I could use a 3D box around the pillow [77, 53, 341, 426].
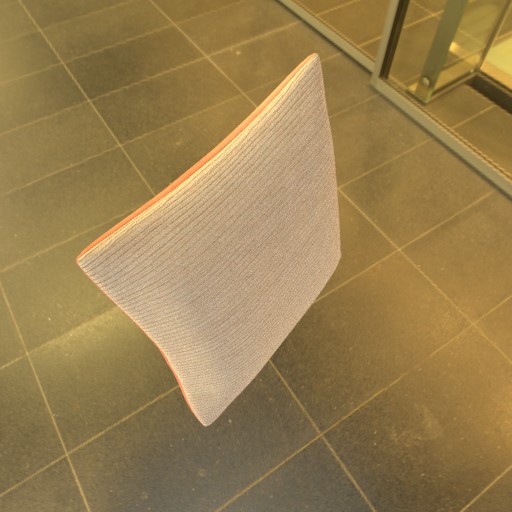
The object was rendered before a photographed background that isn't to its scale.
[{"bbox_3d":[0.000,0.000,0.663,0.177,0.401,0.424,33,63,19],"label":"pillow"}]
